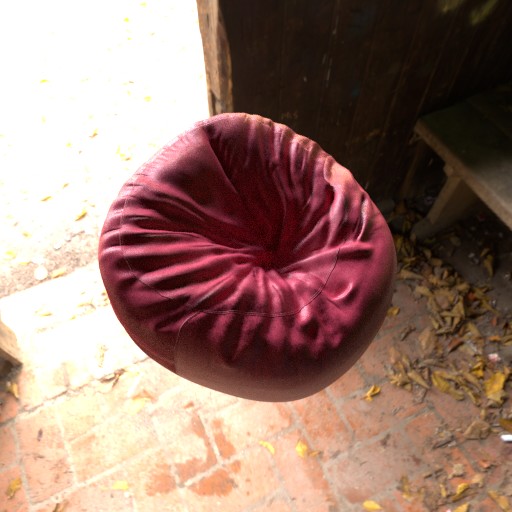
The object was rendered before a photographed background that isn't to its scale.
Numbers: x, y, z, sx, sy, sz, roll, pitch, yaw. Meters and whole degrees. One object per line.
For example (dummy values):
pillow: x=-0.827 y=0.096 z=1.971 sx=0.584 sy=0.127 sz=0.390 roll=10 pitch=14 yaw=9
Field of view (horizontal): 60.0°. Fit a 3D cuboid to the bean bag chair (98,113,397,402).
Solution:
bean bag chair: x=0.000 y=0.000 z=2.467 sx=1.524 sy=0.878 sz=1.524 roll=31 pitch=63 yaw=18
